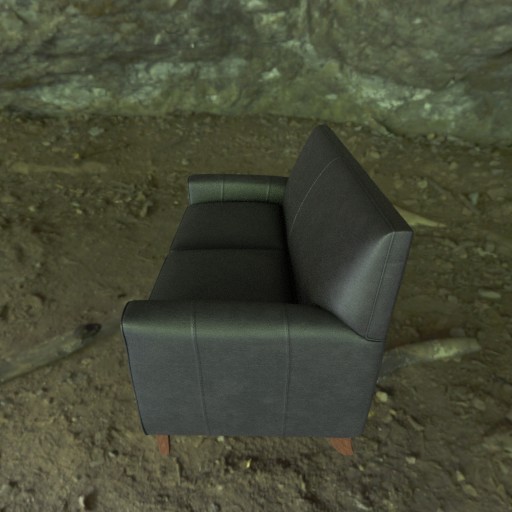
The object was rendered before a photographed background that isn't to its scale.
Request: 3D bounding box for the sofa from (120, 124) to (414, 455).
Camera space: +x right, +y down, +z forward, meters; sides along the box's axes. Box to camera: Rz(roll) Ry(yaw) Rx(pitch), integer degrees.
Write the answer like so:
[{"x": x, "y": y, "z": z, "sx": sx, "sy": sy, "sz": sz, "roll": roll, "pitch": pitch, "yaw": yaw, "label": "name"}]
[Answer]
[{"x": 0.000, "y": 0.000, "z": 1.930, "sx": 0.787, "sy": 0.871, "sz": 1.473, "roll": 0, "pitch": 26, "yaw": 0, "label": "sofa"}]
